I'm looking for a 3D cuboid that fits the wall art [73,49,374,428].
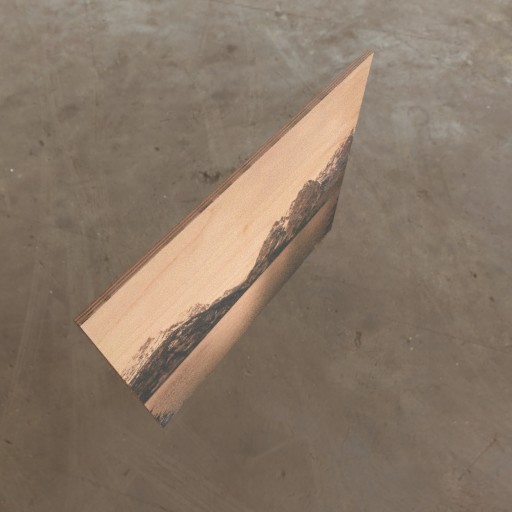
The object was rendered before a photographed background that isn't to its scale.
[{"bbox_3d":[0.000,0.000,0.664,0.010,0.408,0.508,33,63,19],"label":"wall art"}]
